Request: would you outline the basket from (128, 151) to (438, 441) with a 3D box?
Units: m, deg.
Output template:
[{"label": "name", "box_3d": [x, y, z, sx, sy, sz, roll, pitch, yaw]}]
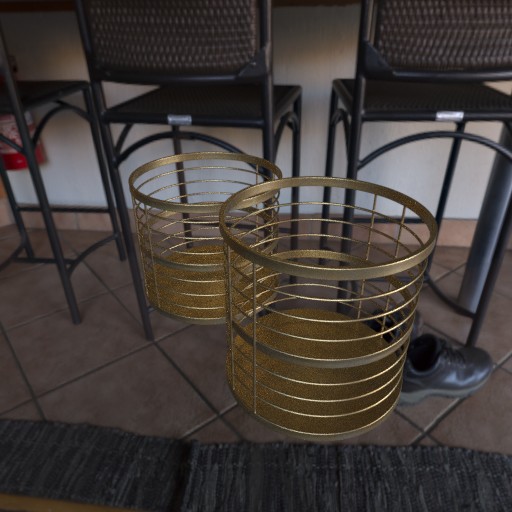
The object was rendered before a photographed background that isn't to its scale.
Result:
[{"label": "basket", "box_3d": [0.000, 0.000, 0.965, 0.356, 0.351, 0.746, -20, 36, -31]}]
